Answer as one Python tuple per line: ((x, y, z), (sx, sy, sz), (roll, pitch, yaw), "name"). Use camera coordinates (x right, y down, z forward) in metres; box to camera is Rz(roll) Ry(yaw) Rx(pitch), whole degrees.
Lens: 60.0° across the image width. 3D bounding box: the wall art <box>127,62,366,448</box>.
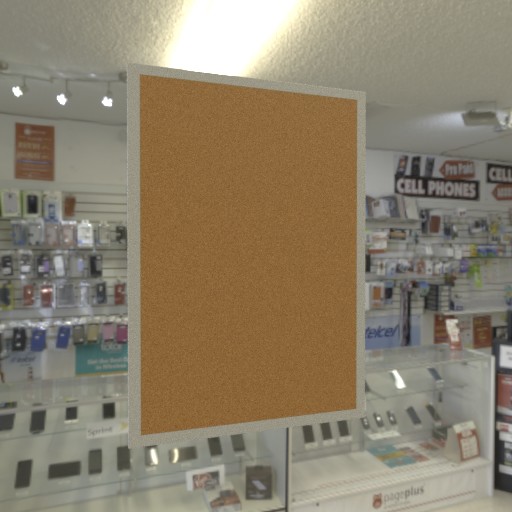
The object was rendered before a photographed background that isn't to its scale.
((0.000, 0.000, 1.185), (0.659, 0.940, 0.013), (0, 1, -18), "wall art")
